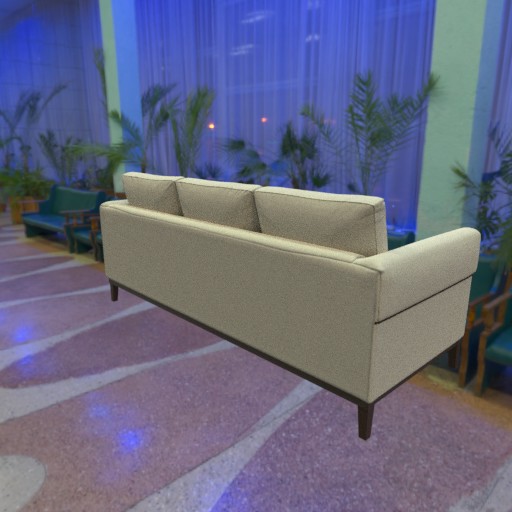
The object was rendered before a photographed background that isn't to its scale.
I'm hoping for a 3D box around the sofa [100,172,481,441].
[{"bbox_3d":[0.000,0.000,2.610,0.902,0.911,2.198,-13,20,-42],"label":"sofa"}]
